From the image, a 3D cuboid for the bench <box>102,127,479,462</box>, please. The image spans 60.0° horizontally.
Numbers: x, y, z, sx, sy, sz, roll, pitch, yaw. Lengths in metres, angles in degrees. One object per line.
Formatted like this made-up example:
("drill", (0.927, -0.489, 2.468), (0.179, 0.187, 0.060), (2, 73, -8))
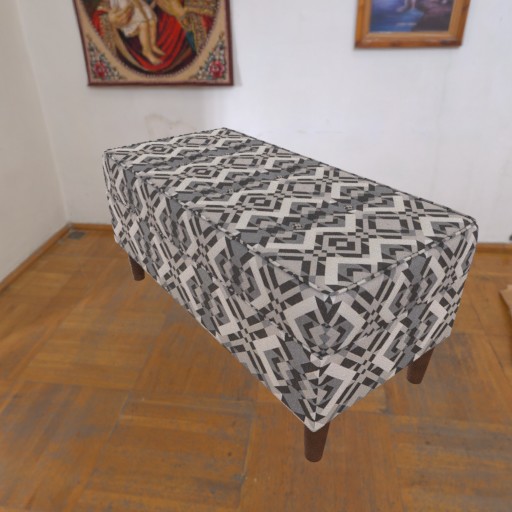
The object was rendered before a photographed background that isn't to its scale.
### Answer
("bench", (0.000, 0.000, 1.288), (0.492, 0.477, 1.016), (-21, 37, -32))
